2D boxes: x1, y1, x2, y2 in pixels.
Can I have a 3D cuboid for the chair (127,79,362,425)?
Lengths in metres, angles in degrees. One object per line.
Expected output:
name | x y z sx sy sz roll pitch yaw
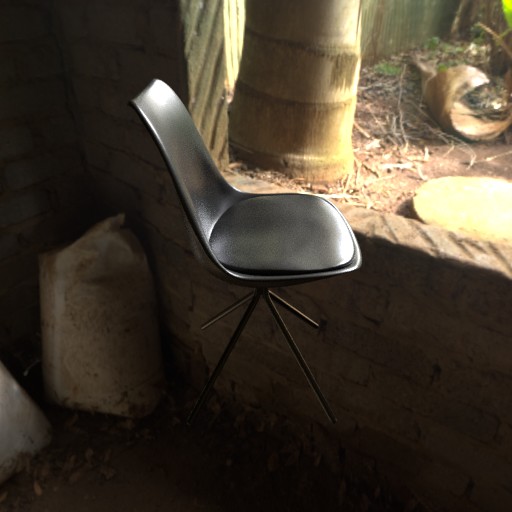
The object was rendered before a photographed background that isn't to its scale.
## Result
chair | 0.000 0.000 1.179 0.525 0.850 0.461 0 32 0
